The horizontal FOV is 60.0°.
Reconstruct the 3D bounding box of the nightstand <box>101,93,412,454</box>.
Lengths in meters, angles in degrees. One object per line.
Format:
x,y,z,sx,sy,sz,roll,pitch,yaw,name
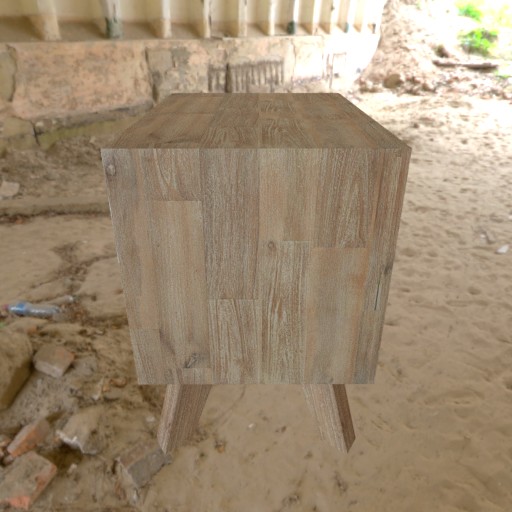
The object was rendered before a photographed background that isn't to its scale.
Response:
0.000,0.000,0.942,0.396,0.589,0.552,0,27,0,nightstand
